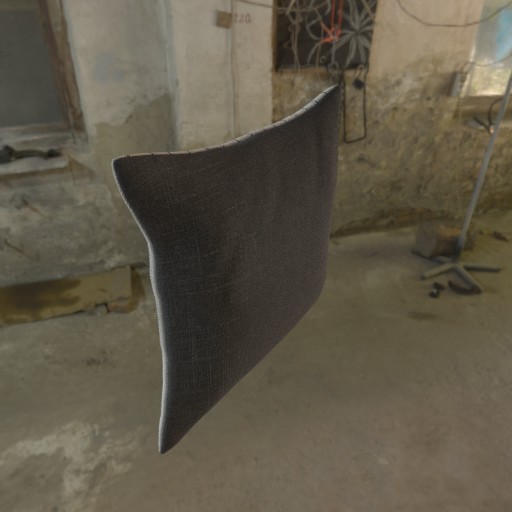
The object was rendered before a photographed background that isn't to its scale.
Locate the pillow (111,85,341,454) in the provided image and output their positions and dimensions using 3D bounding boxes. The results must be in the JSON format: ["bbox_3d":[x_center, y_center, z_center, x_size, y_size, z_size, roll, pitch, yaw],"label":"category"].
[{"bbox_3d":[0.000,0.000,0.685,0.138,0.444,0.468,21,38,30],"label":"pillow"}]
